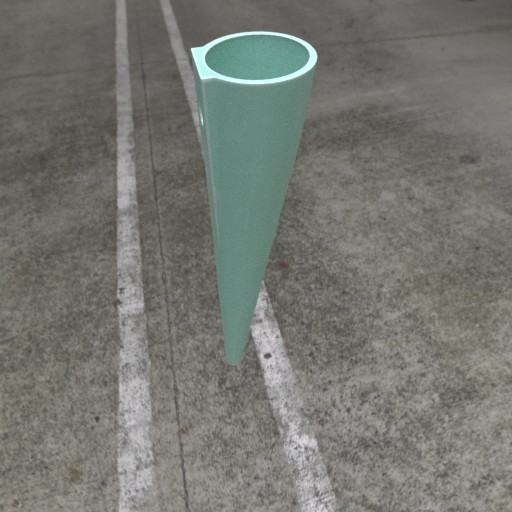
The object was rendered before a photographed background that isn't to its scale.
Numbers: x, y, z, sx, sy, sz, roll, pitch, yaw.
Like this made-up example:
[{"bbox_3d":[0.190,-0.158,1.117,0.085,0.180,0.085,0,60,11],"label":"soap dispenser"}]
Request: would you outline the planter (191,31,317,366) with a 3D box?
[{"bbox_3d":[0.000,0.000,0.297,0.055,0.268,0.054,-10,48,-9],"label":"planter"}]
